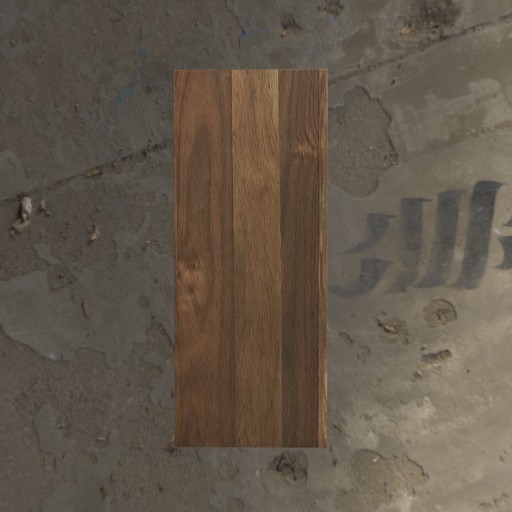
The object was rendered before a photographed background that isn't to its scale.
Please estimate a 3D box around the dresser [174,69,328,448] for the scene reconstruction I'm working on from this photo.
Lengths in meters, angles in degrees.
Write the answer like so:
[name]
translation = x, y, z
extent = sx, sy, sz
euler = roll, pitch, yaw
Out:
[dresser]
translation = 0.000, 0.000, 1.940
extent = 0.442, 1.393, 1.062
euler = 0, 91, 1
